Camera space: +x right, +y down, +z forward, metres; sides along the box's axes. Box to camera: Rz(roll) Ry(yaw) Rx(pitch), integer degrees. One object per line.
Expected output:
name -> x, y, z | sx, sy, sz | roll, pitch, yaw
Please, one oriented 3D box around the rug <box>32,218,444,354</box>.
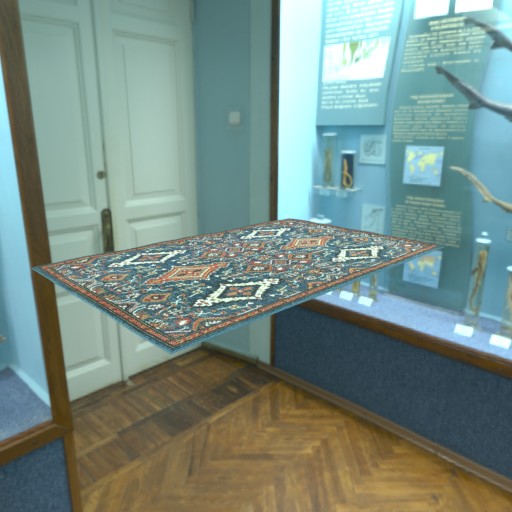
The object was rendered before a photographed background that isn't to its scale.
rug -> 0.000, 0.000, 2.314 | 1.847, 0.014, 1.195 | -14, 21, -42
